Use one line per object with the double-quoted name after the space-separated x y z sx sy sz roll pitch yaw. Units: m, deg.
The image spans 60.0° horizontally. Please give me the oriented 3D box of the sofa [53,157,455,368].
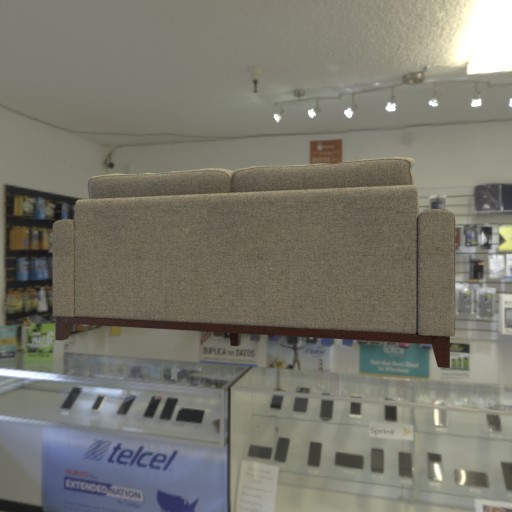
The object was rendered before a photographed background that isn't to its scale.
0.000 0.000 2.507 1.978 0.892 0.969 0 0 17 "sofa"
